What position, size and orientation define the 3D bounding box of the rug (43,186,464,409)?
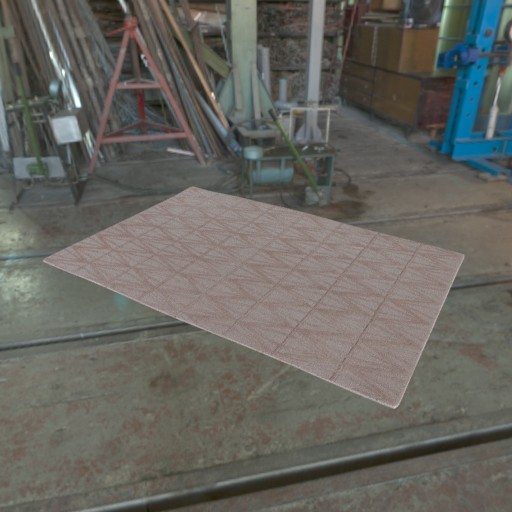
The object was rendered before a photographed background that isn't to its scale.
[{"bbox_3d":[0.000,0.000,2.304,1.837,0.025,1.230,17,34,28],"label":"rug"}]
